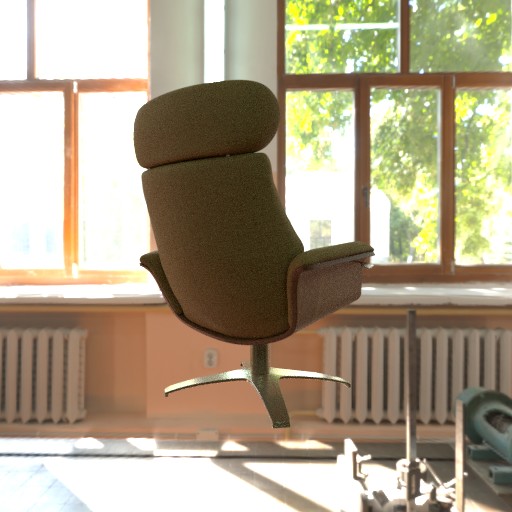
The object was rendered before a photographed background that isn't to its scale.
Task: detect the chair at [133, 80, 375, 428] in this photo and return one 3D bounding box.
[{"bbox_3d":[0.000,0.000,1.615,0.785,0.995,0.837,0,0,36],"label":"chair"}]
